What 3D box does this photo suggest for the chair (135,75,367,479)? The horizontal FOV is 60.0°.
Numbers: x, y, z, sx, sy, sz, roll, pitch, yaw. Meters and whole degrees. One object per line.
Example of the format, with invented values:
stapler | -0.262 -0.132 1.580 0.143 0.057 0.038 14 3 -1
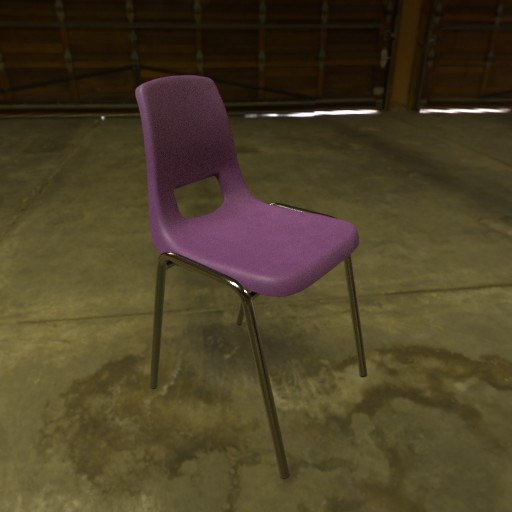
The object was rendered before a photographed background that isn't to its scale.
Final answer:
chair | 0.000 0.000 0.957 0.432 0.704 0.381 18 32 33
